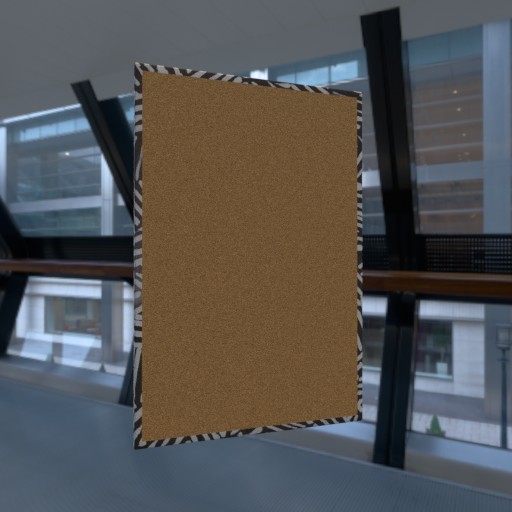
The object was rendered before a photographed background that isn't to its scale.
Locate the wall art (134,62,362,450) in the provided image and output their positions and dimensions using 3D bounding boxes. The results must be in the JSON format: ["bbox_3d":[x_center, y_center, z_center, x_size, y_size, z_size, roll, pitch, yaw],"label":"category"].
[{"bbox_3d":[0.000,0.000,1.158,0.615,0.918,0.035,0,0,-18],"label":"wall art"}]
